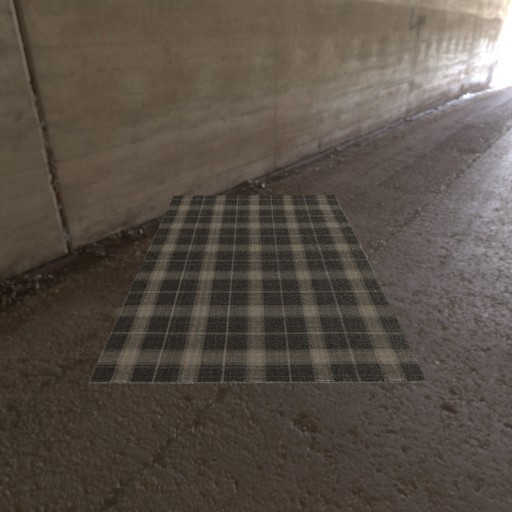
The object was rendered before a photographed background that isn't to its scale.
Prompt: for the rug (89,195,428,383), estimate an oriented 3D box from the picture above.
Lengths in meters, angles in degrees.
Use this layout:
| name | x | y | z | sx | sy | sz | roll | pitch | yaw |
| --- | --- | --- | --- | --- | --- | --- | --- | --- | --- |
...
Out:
| name | x | y | z | sx | sy | sz | roll | pitch | yaw |
| --- | --- | --- | --- | --- | --- | --- | --- | --- | --- |
| rug | 0.000 | 0.000 | 3.048 | 1.520 | 0.015 | 2.434 | 0 | 28 | 0 |
